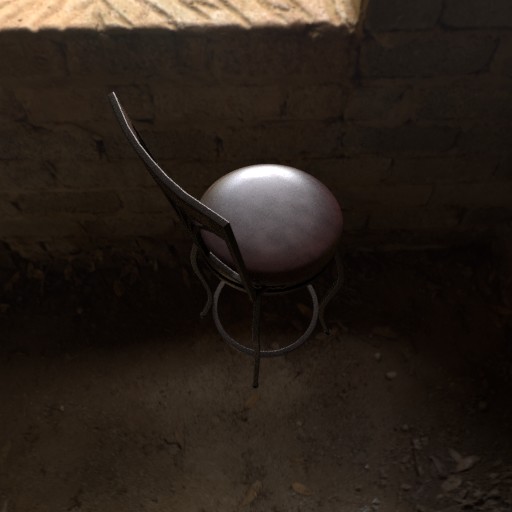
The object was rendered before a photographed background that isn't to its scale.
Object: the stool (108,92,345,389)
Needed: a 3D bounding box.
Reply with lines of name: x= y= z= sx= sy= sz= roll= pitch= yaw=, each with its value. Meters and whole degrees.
stool: x=0.000 y=0.000 z=1.374 sx=0.514 sy=1.117 sz=0.433 roll=-32 pitch=62 yaw=-19
